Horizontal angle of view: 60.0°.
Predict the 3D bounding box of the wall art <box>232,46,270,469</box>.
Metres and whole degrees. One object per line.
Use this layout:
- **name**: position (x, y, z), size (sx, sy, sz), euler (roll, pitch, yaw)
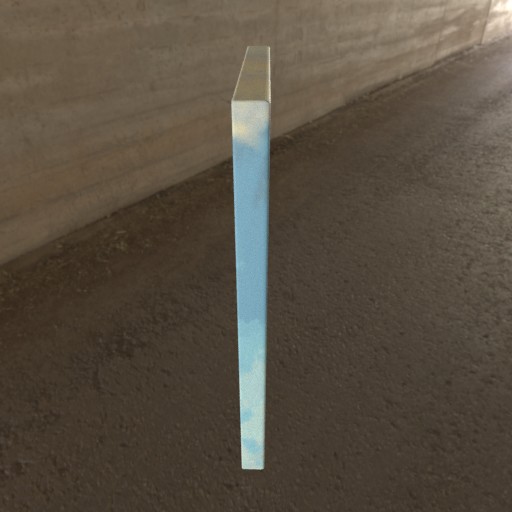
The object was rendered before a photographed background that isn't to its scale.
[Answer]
- **wall art**: position (0.000, 0.000, 0.762), size (0.038, 0.610, 0.401), euler (1, 32, 1)
